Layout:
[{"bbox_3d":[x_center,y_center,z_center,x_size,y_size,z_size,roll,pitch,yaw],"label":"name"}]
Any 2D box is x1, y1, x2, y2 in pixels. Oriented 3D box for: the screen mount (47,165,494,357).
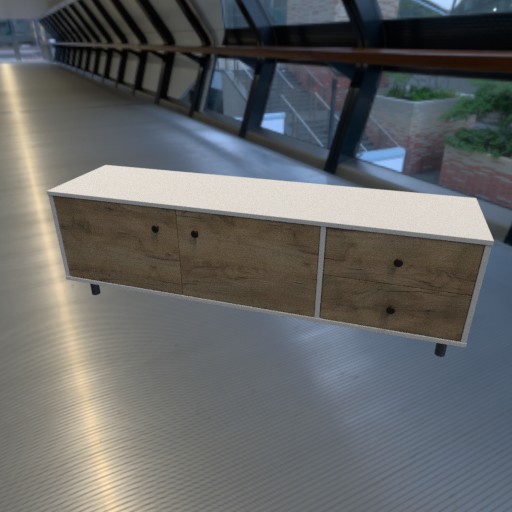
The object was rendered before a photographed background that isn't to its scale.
[{"bbox_3d":[0.000,0.000,1.810,1.600,0.520,0.418,8,28,15],"label":"screen mount"}]
